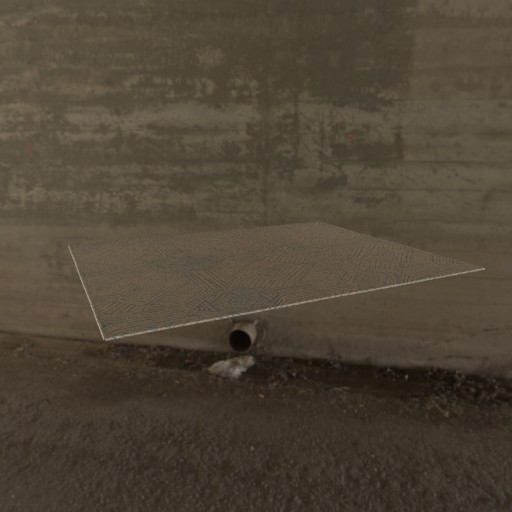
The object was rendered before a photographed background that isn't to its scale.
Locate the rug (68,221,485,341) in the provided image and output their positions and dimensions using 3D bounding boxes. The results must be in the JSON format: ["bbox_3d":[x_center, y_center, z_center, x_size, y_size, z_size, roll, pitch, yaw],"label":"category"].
[{"bbox_3d":[0.000,0.000,4.103,3.049,0.015,2.457,-7,16,-26],"label":"rug"}]
